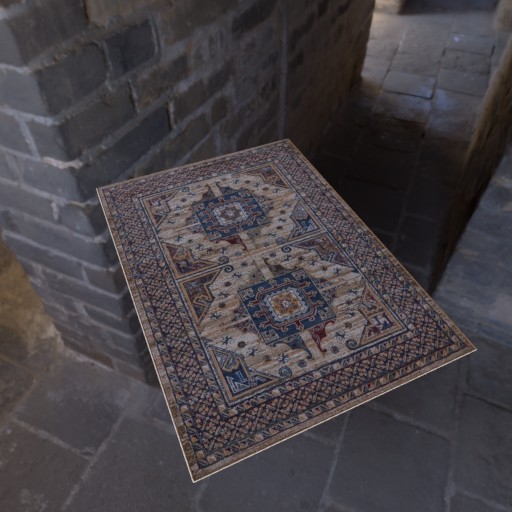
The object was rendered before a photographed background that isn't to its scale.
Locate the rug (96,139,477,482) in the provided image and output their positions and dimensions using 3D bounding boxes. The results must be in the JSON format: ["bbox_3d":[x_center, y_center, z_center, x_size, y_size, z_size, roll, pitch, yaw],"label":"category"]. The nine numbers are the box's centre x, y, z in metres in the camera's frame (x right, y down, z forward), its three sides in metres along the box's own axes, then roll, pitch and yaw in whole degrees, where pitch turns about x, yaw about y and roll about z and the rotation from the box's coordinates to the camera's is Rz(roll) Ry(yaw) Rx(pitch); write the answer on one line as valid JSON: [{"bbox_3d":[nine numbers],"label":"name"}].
[{"bbox_3d":[0.000,0.000,2.849,1.611,0.008,2.227,-18,50,-16],"label":"rug"}]
